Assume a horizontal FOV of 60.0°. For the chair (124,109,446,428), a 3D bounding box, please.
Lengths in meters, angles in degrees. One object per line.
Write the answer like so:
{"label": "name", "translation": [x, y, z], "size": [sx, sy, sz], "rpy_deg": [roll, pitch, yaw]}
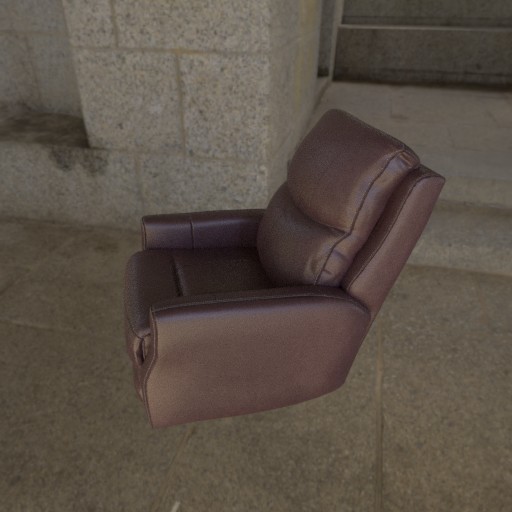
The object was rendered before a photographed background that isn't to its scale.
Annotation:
{"label": "chair", "translation": [0.000, 0.000, 1.792], "size": [1.080, 1.030, 0.829], "rpy_deg": [-8, 32, -13]}
